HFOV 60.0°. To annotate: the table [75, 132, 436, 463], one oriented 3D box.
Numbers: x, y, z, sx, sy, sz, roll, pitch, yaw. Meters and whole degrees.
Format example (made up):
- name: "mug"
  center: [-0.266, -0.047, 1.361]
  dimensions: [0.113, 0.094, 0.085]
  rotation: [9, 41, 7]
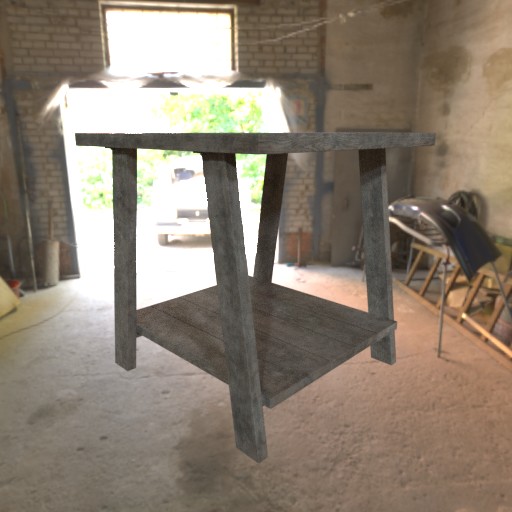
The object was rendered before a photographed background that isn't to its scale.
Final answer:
- name: "table"
  center: [0.000, 0.000, 1.137]
  dimensions: [0.610, 0.610, 0.610]
  rotation: [15, 21, 42]
